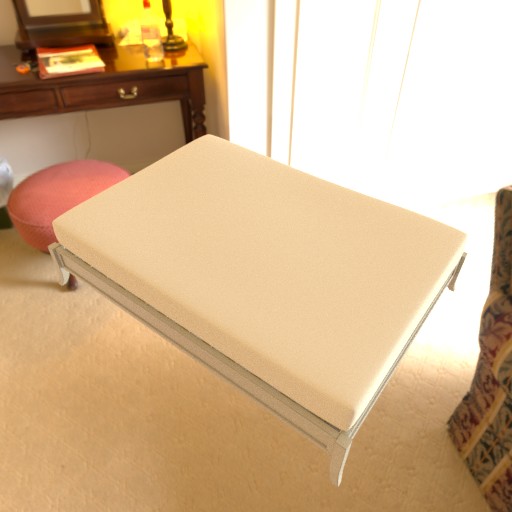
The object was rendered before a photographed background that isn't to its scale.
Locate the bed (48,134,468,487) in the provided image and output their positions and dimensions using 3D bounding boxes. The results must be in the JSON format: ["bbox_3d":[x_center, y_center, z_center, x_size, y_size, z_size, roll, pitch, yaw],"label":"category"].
[{"bbox_3d":[0.000,0.000,2.581,1.985,0.510,1.460,27,48,27],"label":"bed"}]
